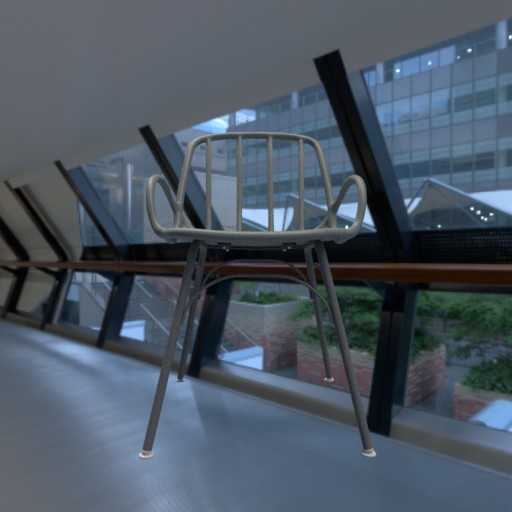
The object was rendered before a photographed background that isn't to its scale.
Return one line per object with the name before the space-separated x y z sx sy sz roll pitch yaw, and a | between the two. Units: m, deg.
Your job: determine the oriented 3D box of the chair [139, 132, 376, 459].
chair | 0.000 0.000 1.194 0.549 0.816 0.597 0 1 -1
